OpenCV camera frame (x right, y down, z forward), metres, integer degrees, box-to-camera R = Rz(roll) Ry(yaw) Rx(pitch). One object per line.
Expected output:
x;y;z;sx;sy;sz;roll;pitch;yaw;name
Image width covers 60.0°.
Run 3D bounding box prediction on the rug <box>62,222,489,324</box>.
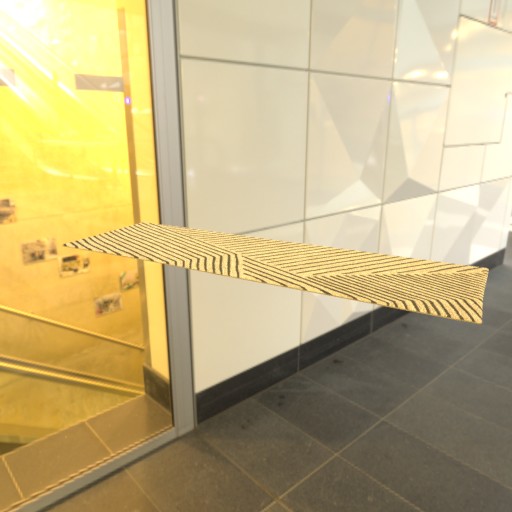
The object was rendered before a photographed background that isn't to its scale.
0.000;0.000;2.623;2.439;0.020;0.773;9;19;27;rug
